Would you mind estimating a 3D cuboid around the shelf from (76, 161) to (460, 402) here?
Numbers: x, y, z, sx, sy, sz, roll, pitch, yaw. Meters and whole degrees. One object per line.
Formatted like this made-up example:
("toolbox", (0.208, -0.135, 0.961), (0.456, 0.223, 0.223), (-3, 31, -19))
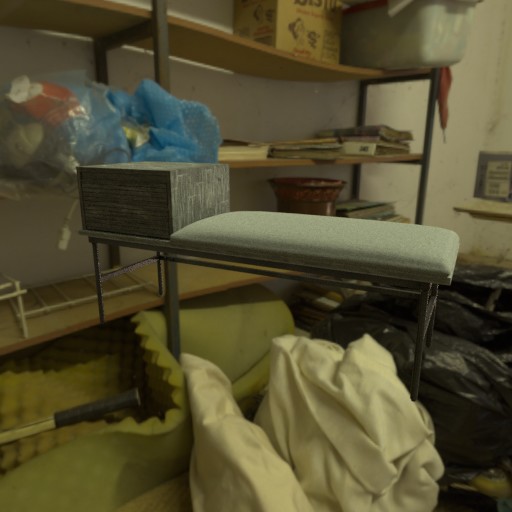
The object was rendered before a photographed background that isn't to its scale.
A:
("shelf", (0.000, 0.000, 1.640), (1.342, 0.633, 0.457), (8, 17, 26))
